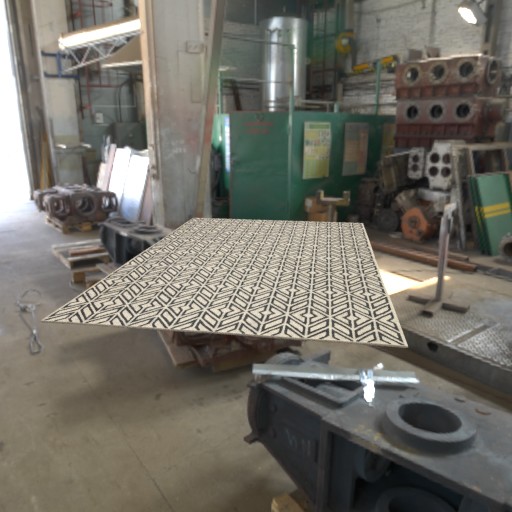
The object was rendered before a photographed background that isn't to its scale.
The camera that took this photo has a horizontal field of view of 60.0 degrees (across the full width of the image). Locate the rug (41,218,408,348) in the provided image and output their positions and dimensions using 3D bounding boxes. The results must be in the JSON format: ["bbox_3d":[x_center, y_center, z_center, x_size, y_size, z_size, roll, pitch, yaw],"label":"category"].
[{"bbox_3d":[0.000,0.000,2.304,1.220,0.007,1.828,2,16,8],"label":"rug"}]
